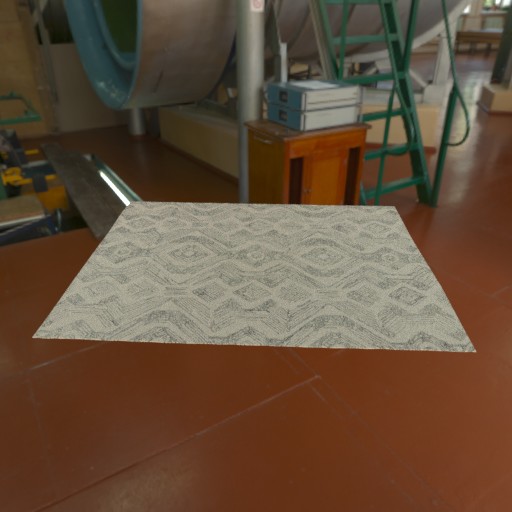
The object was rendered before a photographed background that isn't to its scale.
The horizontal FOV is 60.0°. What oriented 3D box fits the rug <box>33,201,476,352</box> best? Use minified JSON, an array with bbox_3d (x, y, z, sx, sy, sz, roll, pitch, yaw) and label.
[{"bbox_3d":[0.000,0.000,4.056,3.054,0.030,2.430,1,30,2],"label":"rug"}]
